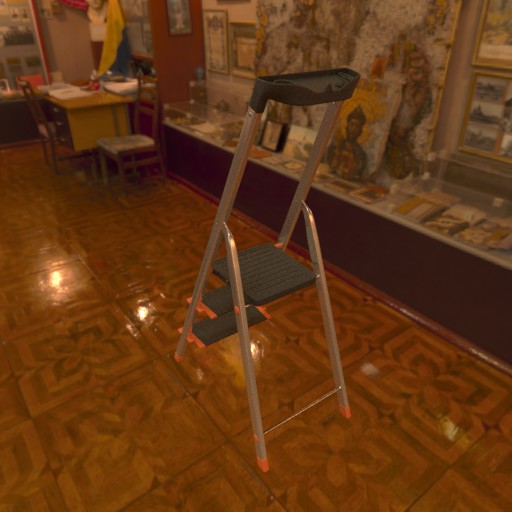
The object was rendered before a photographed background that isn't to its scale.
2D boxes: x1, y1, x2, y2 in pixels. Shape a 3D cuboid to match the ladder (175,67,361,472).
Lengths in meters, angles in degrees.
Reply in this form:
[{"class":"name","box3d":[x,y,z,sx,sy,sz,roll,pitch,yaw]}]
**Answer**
[{"class":"ladder","box3d":[0.000,0.000,1.533,0.416,1.229,0.686,-19,35,-30]}]
